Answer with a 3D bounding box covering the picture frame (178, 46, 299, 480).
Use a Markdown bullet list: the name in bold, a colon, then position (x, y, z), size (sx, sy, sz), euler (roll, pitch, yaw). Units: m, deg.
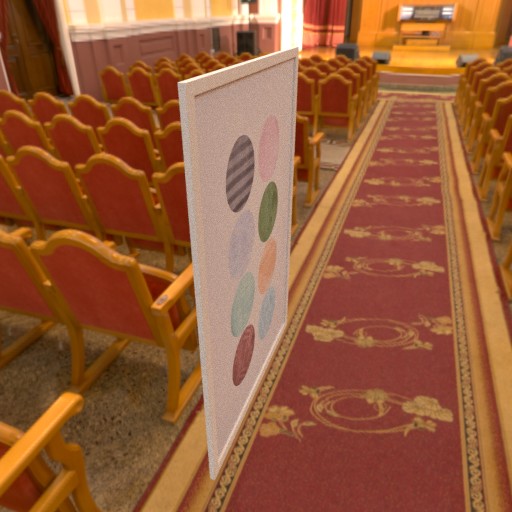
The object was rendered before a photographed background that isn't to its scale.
- **picture frame**: position (0.000, 0.000, 1.152), size (0.013, 0.940, 0.659), euler (10, 31, 17)
